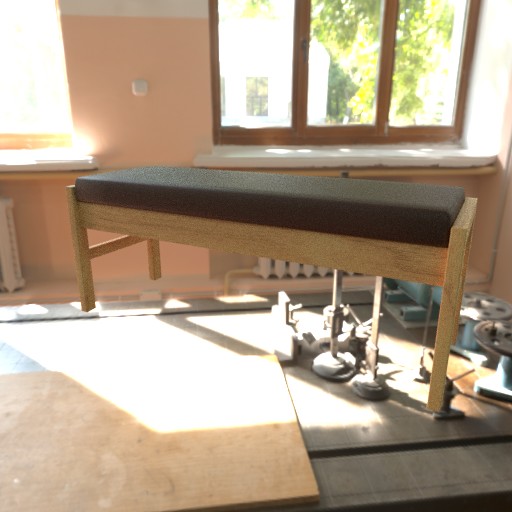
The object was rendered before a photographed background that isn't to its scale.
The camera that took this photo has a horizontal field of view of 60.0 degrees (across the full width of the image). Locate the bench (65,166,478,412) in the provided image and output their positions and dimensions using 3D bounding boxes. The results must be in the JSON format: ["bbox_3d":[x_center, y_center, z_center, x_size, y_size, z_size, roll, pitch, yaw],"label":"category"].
[{"bbox_3d":[0.000,0.000,1.410,1.200,0.480,0.405,9,20,27],"label":"bench"}]
